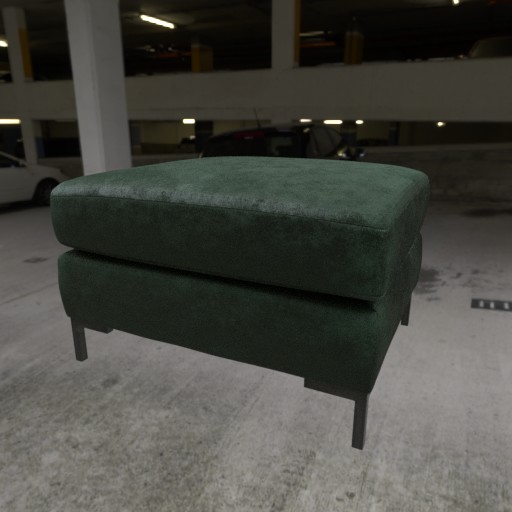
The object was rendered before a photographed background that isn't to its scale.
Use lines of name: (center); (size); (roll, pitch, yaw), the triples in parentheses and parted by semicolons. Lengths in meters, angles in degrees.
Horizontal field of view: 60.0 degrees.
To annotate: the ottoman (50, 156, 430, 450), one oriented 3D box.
ottoman: (0.000, 0.000, 1.269); (0.839, 0.538, 0.701); (8, 19, 25)
